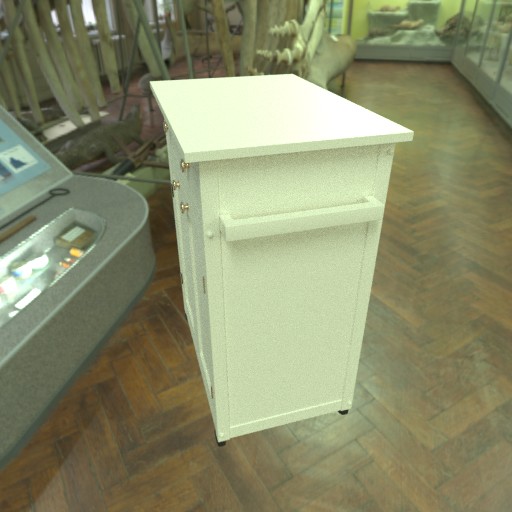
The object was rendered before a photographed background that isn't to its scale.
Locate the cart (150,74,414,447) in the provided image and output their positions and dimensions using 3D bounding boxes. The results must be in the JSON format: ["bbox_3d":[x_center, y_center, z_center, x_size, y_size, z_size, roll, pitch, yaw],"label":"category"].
[{"bbox_3d":[0.000,0.000,1.287,0.442,0.864,0.683,-9,33,-14],"label":"cart"}]
